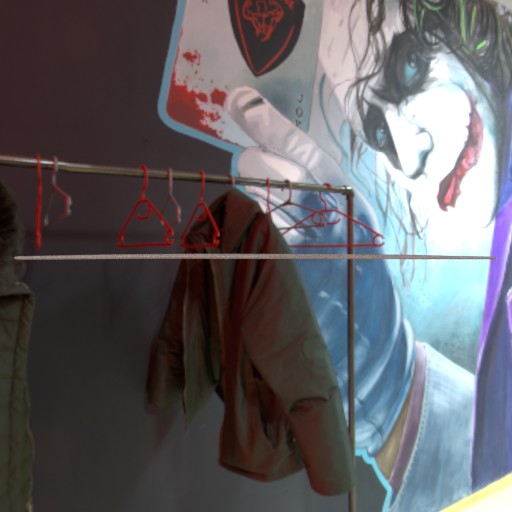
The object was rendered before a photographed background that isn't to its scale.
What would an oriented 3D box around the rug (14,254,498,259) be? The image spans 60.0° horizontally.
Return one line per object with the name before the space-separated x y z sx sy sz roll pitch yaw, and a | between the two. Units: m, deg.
rug | 0.000 0.000 3.040 2.498 0.022 1.535 0 1 0
